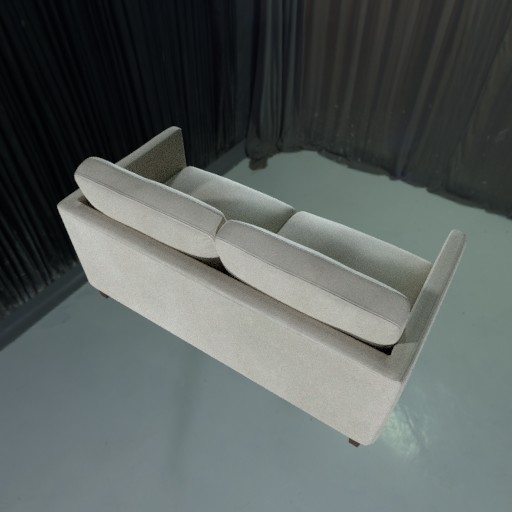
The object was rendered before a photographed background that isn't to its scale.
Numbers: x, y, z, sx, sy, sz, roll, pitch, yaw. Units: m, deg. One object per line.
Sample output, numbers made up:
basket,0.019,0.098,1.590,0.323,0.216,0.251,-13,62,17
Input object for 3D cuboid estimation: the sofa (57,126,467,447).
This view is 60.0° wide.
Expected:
sofa,0.000,0.000,2.358,1.846,0.940,0.950,25,51,22
